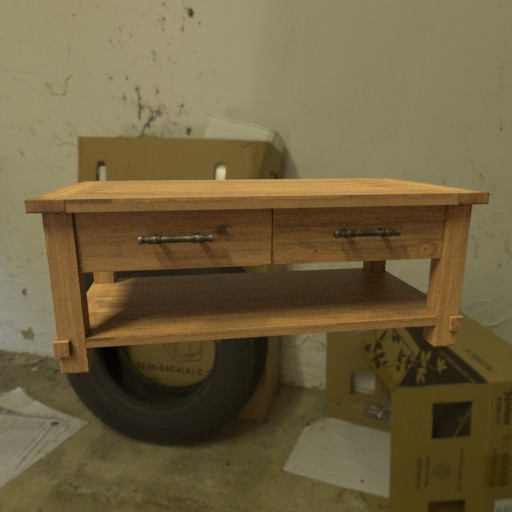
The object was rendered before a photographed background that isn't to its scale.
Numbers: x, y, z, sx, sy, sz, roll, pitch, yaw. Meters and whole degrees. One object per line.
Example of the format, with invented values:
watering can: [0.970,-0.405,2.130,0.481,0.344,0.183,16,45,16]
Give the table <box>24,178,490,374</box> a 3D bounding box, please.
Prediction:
table: [0.000,0.000,1.575,1.270,0.494,0.693,-2,14,-9]
